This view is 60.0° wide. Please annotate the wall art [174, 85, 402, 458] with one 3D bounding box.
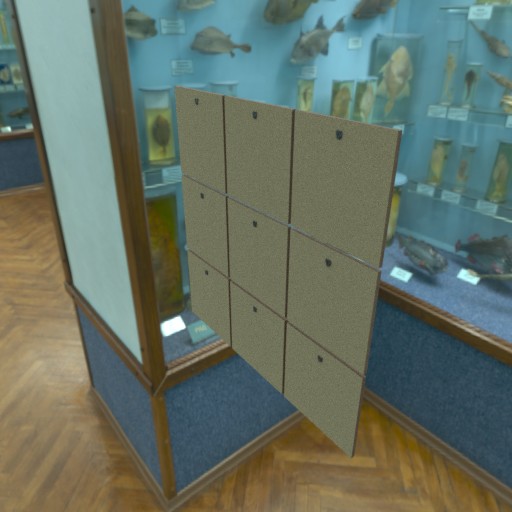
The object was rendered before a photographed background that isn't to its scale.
[{"bbox_3d":[0.000,0.000,1.364,0.018,0.904,0.906,-19,33,-32],"label":"wall art"}]
